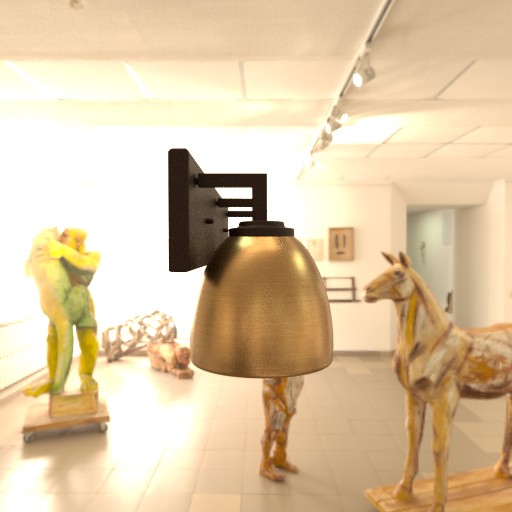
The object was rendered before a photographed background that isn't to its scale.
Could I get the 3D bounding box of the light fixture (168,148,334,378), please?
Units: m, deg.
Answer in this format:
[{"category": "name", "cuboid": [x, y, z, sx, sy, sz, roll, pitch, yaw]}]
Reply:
[{"category": "light fixture", "cuboid": [0.000, 0.000, 0.670, 0.157, 0.204, 0.582, 0, 1, 0]}]
